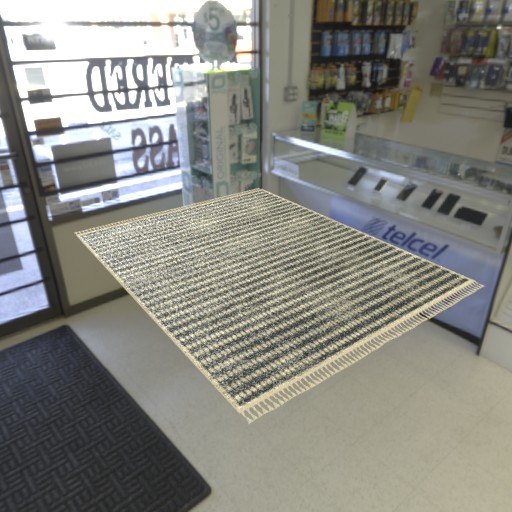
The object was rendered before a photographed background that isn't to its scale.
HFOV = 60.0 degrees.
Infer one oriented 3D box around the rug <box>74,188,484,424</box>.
[{"bbox_3d":[0.000,0.000,3.860,2.256,0.013,2.910,-19,33,-32],"label":"rug"}]
